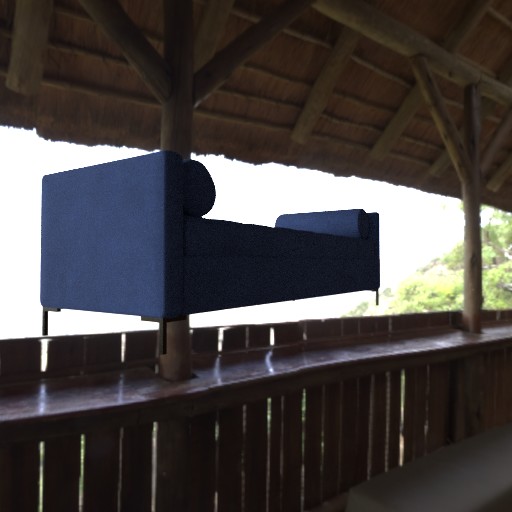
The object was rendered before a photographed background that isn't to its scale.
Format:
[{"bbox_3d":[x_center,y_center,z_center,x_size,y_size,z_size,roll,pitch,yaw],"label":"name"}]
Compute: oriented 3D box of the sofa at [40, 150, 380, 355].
[{"bbox_3d":[0.000,0.000,2.336,0.686,0.635,1.981,-1,-1,34],"label":"sofa"}]
